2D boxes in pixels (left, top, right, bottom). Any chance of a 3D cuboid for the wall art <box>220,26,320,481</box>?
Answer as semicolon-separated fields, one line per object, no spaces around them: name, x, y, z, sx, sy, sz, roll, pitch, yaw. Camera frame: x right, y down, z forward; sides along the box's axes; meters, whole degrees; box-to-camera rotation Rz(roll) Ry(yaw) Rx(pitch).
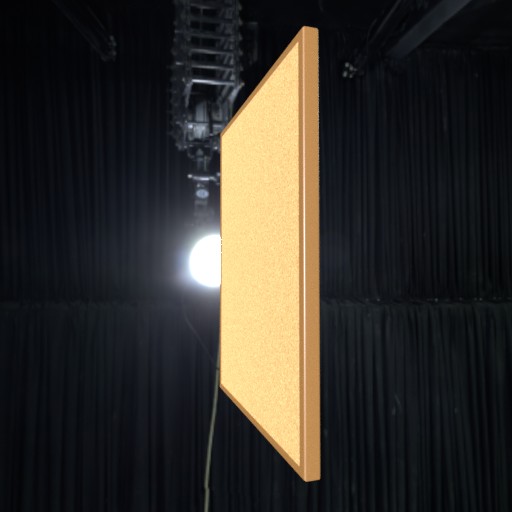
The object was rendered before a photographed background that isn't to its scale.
wall art;0.000;0.000;0.517;0.015;0.379;0.310;1;-2;-18
